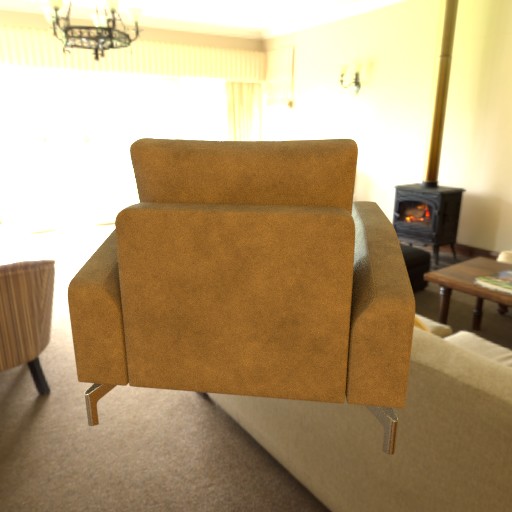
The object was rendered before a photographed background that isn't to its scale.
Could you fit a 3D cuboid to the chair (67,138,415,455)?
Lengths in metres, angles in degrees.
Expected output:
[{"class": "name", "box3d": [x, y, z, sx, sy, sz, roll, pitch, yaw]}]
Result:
[{"class": "chair", "box3d": [0.000, 0.000, 1.533, 0.900, 0.800, 0.900, 2, 16, 8]}]
